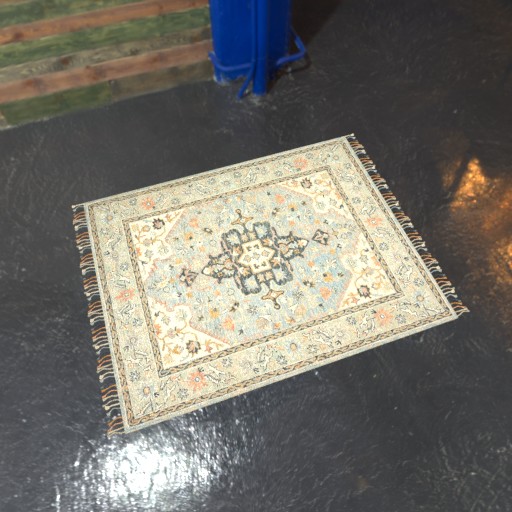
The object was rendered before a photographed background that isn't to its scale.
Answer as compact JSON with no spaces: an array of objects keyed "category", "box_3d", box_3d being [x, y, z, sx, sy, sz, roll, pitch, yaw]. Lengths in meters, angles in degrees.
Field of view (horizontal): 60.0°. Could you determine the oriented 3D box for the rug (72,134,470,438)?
[{"category":"rug","box_3d":[0.000,0.000,2.280,1.730,0.009,1.278,-17,60,-10]}]
